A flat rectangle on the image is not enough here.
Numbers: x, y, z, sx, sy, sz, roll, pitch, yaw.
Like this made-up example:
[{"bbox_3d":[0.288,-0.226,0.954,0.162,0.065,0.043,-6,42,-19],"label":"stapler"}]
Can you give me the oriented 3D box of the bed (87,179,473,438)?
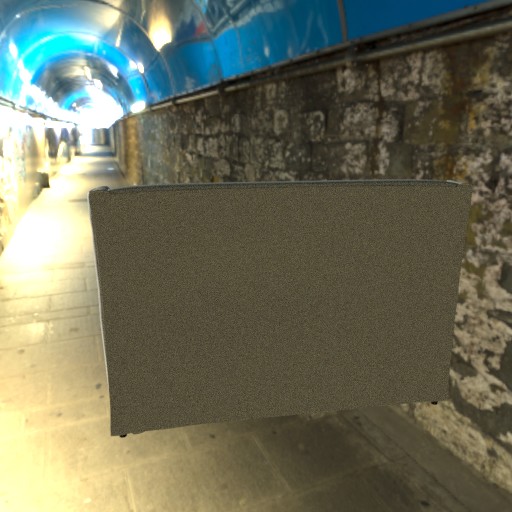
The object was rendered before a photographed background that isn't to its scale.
[{"bbox_3d":[0.000,0.000,3.357,1.925,1.332,2.276,-3,15,-9],"label":"bed"}]
